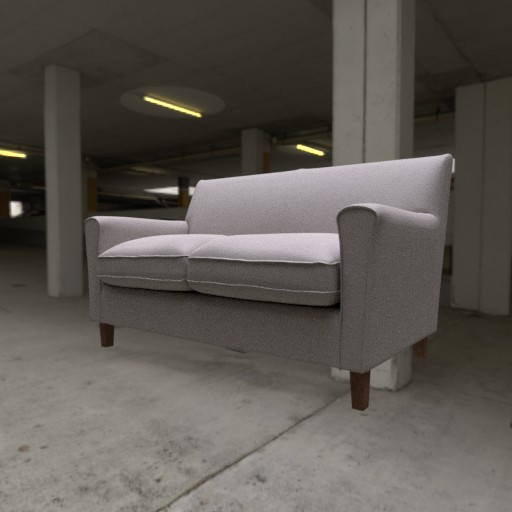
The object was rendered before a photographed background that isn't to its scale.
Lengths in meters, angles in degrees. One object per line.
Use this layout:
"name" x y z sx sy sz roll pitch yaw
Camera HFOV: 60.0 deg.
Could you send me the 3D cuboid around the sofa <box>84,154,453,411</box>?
"sofa" 0.000 0.000 2.027 1.482 0.890 0.888 2 3 37
